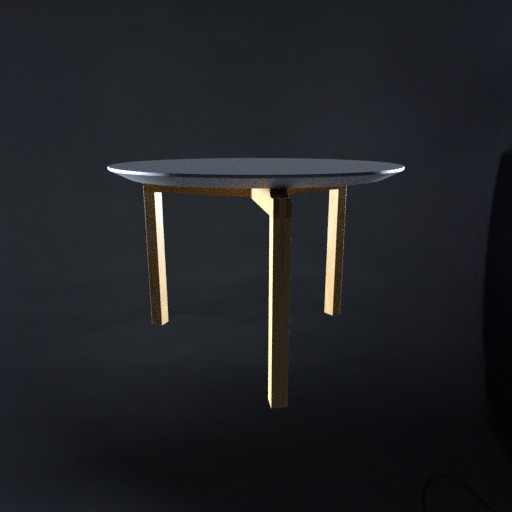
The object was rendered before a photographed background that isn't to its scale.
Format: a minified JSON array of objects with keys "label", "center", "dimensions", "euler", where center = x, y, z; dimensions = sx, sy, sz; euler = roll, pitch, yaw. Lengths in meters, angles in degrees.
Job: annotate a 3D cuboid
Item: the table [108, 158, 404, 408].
[{"label":"table","center":[0.000,0.000,0.994],"dimensions":[0.600,0.405,0.600],"euler":[0,15,0]}]
